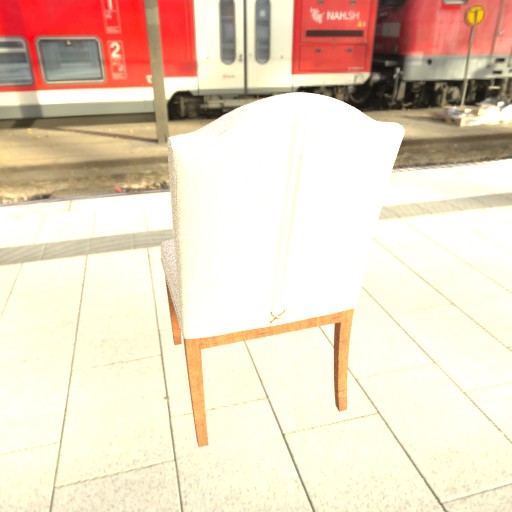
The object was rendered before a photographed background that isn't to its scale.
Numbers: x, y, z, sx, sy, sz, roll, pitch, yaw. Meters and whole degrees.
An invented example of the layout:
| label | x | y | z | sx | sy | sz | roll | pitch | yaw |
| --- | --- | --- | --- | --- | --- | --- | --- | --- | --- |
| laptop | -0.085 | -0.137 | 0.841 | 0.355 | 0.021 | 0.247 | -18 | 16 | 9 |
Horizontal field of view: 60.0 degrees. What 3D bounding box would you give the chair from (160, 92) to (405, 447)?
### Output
| label | x | y | z | sx | sy | sz | roll | pitch | yaw |
| --- | --- | --- | --- | --- | --- | --- | --- | --- | --- |
| chair | 0.000 | 0.000 | 1.364 | 0.534 | 1.012 | 0.648 | -8 | 28 | -15 |
